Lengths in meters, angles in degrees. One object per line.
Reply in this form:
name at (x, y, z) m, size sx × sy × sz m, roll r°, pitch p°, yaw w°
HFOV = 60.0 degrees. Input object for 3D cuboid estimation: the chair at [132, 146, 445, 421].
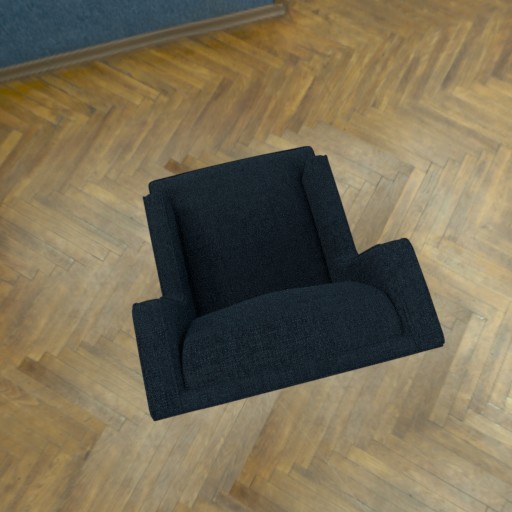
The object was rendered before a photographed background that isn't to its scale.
chair at (0.000, 0.000, 1.706) m, size 0.764 × 1.072 × 0.947 m, roll -14°, pitch 76°, yaw -3°
